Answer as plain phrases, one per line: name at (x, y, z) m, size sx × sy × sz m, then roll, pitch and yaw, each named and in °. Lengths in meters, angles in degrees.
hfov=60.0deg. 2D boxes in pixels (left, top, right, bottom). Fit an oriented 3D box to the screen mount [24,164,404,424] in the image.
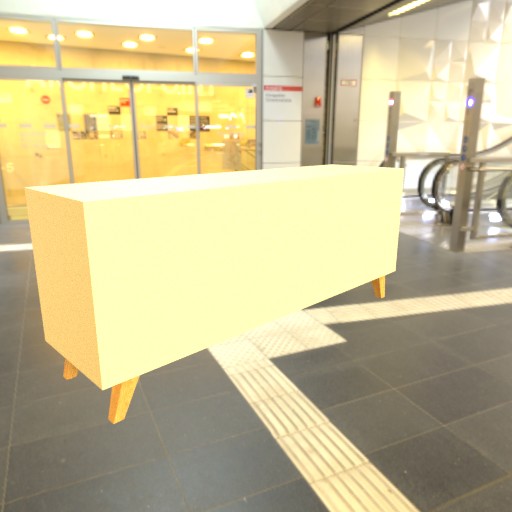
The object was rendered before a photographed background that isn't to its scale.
screen mount at (0.000, 0.000, 1.733) m, size 1.490 × 0.619 × 0.400 m, roll -14°, pitch 21°, yaw -42°
